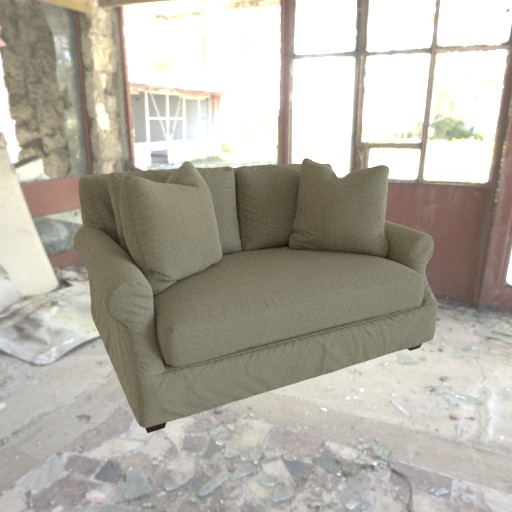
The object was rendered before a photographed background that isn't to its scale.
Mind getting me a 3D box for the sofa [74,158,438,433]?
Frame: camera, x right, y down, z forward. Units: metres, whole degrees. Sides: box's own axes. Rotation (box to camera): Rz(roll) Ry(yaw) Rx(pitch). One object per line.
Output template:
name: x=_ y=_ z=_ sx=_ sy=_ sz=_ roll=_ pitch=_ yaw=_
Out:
sofa: x=0.000 y=0.000 z=2.153 sx=1.550 sy=0.905 sz=1.070 roll=-9 pitch=19 yaw=-27
